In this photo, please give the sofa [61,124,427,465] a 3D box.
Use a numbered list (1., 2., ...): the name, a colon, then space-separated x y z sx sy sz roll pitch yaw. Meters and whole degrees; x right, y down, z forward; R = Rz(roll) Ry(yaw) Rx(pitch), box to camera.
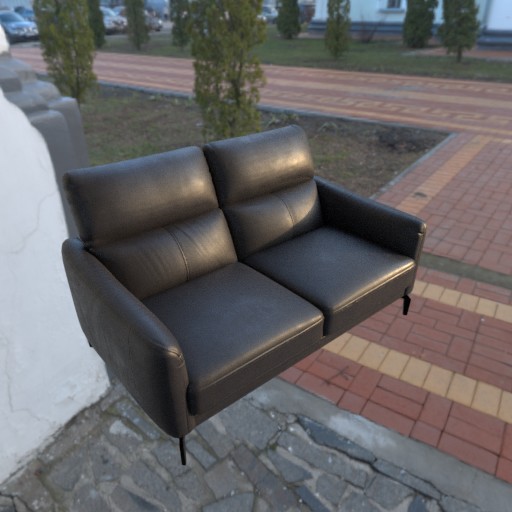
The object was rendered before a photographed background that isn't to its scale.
1. sofa: 0.000 0.000 2.155 1.596 0.920 0.958 -22 36 -34
